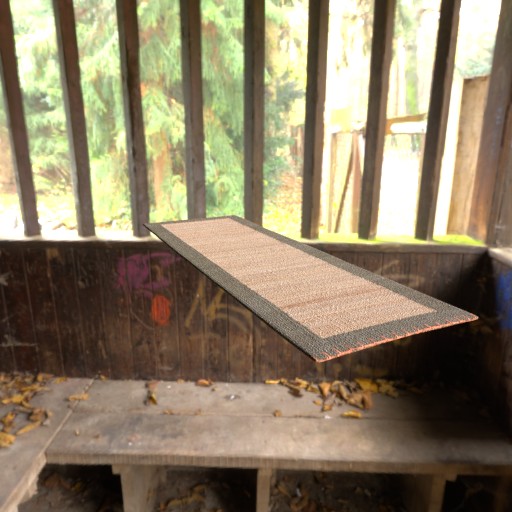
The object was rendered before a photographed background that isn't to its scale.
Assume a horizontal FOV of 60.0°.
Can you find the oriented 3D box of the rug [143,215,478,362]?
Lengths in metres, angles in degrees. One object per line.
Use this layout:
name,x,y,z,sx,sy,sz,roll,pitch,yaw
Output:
rug,0.000,0.000,2.657,0.810,0.016,2.413,-8,18,-26
